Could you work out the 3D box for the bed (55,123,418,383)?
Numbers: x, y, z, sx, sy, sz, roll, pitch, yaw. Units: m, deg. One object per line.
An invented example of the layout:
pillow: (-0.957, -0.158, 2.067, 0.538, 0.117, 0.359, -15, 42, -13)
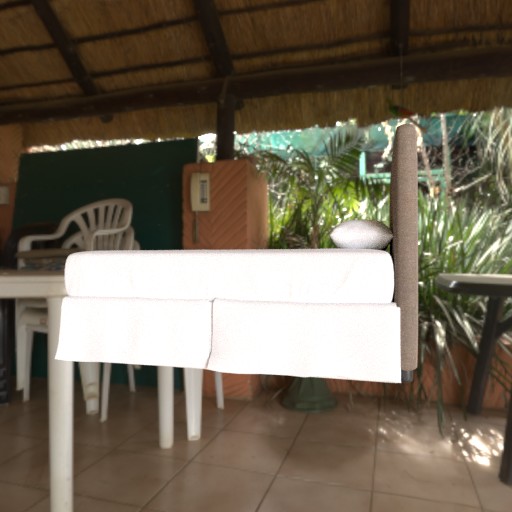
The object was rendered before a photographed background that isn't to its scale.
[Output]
bed: (0.000, 0.000, 3.245, 2.142, 1.330, 1.723, 0, -1, 16)
